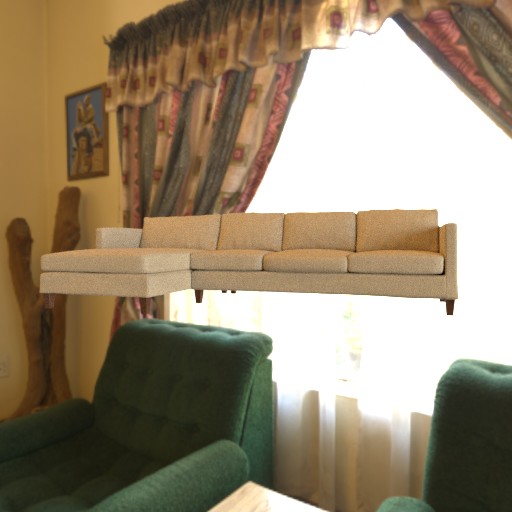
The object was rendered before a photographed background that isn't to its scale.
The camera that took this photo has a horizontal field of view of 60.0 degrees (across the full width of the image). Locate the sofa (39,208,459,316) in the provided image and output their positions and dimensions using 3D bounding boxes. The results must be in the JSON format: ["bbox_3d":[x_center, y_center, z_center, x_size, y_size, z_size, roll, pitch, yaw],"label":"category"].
[{"bbox_3d":[0.000,0.000,3.827,3.186,0.846,1.625,1,2,19],"label":"sofa"}]
